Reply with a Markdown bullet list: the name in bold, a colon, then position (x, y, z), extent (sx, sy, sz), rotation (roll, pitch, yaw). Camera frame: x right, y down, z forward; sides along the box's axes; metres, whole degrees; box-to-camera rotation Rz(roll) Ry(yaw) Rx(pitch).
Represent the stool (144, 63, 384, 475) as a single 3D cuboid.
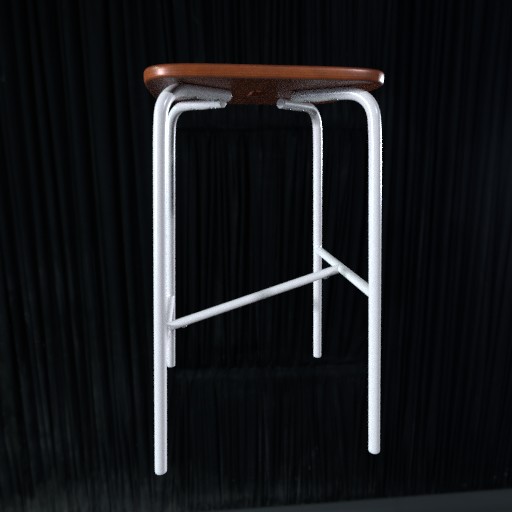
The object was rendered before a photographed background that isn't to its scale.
- **stool**: position (0.000, 0.000, 0.833), extent (0.376, 0.610, 0.376), rotation (-2, 14, -8)
